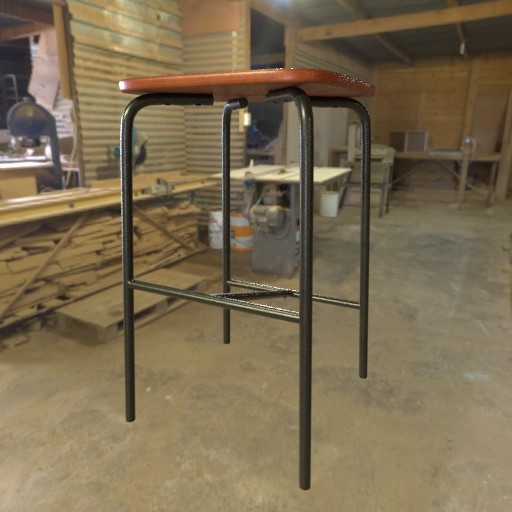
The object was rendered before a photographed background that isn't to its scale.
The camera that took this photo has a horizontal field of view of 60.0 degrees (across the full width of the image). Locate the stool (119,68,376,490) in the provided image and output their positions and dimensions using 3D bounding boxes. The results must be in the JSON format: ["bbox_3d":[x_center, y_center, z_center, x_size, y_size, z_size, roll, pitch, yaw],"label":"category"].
[{"bbox_3d":[0.000,0.000,0.840,0.376,0.610,0.376,8,18,26],"label":"stool"}]
